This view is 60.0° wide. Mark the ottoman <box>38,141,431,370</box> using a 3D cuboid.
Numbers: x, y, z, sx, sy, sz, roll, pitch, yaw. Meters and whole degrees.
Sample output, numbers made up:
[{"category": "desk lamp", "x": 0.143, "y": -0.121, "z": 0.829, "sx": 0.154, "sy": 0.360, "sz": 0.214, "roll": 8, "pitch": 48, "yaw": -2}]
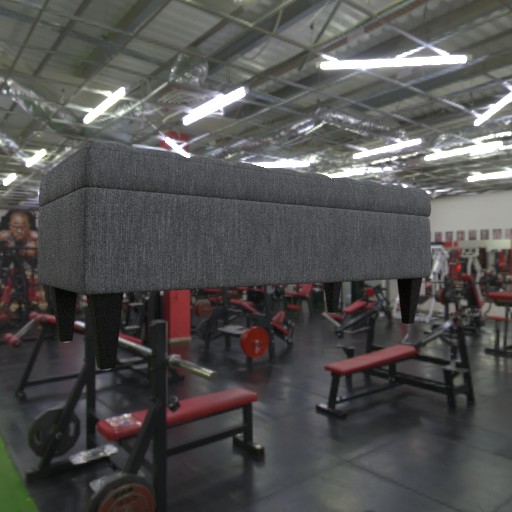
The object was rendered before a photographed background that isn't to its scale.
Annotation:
[{"category": "ottoman", "x": 0.000, "y": 0.000, "z": 1.363, "sx": 1.151, "sy": 0.469, "sz": 0.482, "roll": 0, "pitch": 0, "yaw": -36}]
